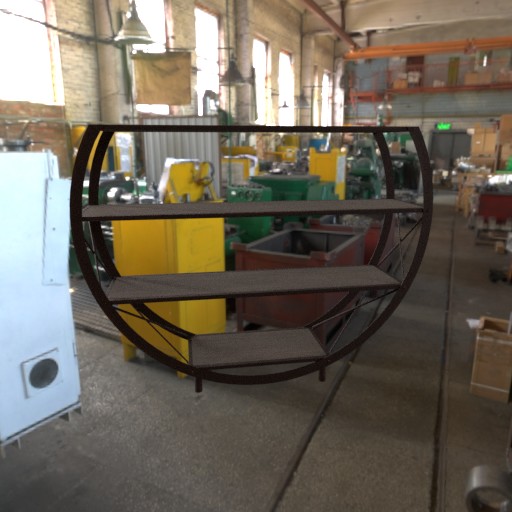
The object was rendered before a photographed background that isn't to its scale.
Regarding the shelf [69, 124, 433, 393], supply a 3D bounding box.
[{"bbox_3d":[0.000,0.000,1.902,1.403,1.063,0.344,-2,14,-9],"label":"shelf"}]
